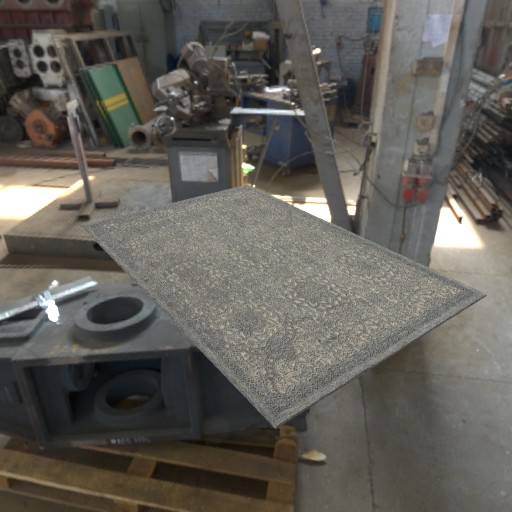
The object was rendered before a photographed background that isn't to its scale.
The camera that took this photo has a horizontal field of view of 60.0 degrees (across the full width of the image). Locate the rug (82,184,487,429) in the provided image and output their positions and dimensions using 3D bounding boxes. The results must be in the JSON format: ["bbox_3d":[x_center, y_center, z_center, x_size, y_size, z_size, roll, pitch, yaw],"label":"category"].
[{"bbox_3d":[0.000,0.000,2.300,1.208,0.012,1.819,-20,34,-32],"label":"rug"}]
